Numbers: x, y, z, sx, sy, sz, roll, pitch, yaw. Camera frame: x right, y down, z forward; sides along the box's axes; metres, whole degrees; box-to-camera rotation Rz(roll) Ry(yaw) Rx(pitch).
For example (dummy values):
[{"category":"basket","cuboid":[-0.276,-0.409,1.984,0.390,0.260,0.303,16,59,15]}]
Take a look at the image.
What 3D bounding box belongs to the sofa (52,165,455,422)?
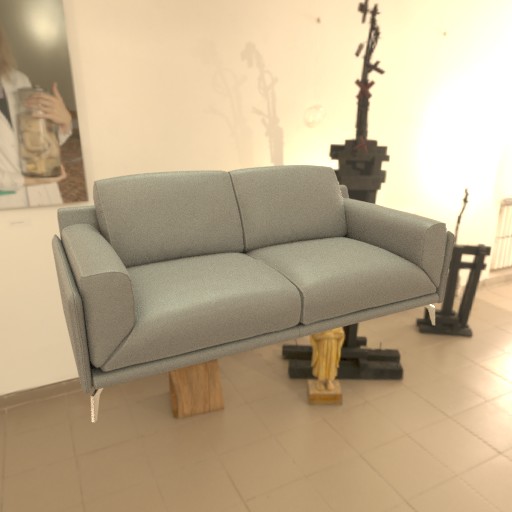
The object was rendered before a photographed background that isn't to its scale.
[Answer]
[{"category":"sofa","cuboid":[0.000,0.000,2.578,2.101,0.930,1.049,-9,19,-26]}]
